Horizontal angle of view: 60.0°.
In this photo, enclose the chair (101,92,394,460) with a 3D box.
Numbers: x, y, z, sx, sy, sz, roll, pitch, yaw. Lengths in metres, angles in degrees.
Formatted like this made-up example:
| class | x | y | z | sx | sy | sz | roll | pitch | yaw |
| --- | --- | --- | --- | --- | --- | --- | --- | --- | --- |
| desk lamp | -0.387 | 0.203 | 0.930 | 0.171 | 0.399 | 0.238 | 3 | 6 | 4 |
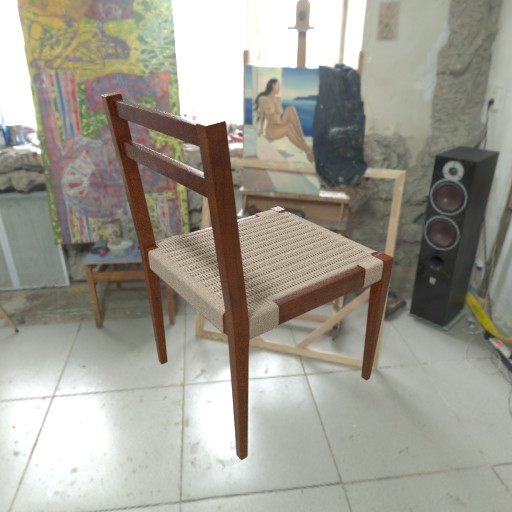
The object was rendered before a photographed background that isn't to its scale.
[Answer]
| class | x | y | z | sx | sy | sz | roll | pitch | yaw |
| --- | --- | --- | --- | --- | --- | --- | --- | --- | --- |
| chair | 0.000 | 0.000 | 1.235 | 0.569 | 0.851 | 0.495 | -19 | 32 | -32 |
